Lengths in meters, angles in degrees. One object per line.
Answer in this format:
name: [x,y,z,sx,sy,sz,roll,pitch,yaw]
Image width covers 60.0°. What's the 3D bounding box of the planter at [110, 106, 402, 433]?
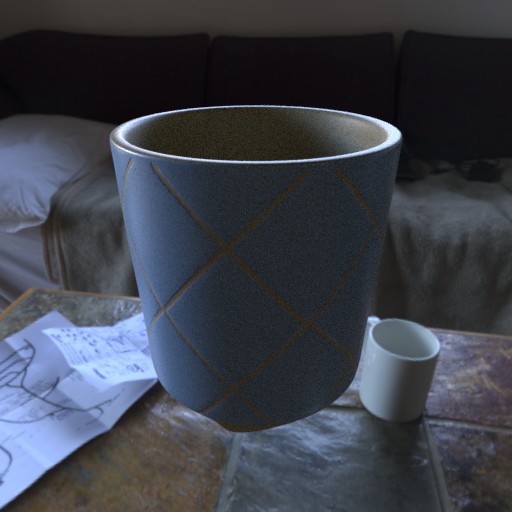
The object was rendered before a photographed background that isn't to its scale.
planter: [0.000,0.000,0.411,0.227,0.235,0.227,0,27,0]
